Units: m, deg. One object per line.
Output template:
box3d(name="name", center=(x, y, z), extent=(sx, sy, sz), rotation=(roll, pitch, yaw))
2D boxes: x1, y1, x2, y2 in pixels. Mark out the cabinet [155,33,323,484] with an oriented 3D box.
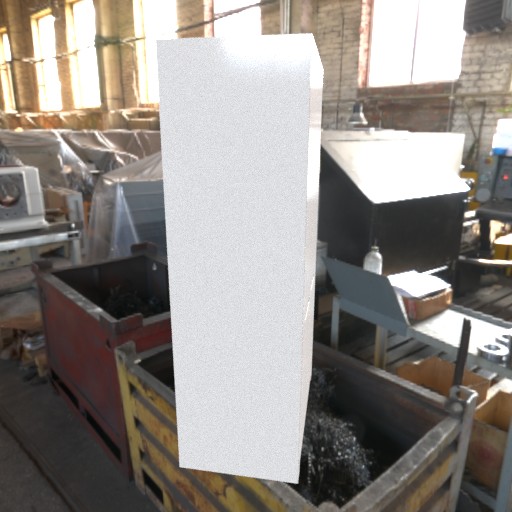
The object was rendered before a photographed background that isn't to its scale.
box3d(name="cabinet", center=(0.000, 0.000, 2.321), extent=(0.580, 1.920, 0.980), rotation=(3, 16, 10))
